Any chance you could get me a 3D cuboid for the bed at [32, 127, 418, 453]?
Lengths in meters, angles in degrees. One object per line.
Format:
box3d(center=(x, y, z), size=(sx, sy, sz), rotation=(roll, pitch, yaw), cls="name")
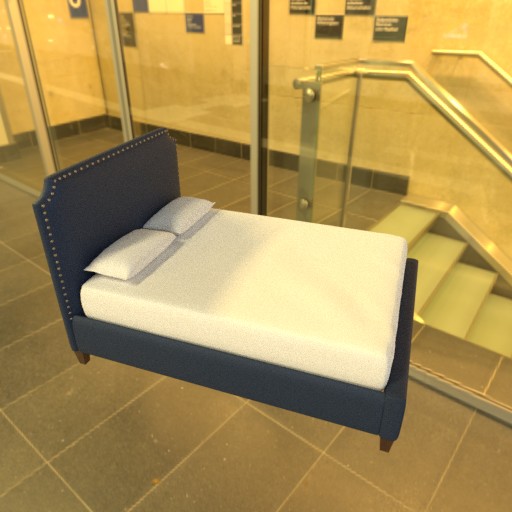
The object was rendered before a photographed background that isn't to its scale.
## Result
box3d(center=(0.000, 0.000, 3.344), size=(2.372, 1.443, 1.712), rotation=(10, 31, 17), cls="bed")
